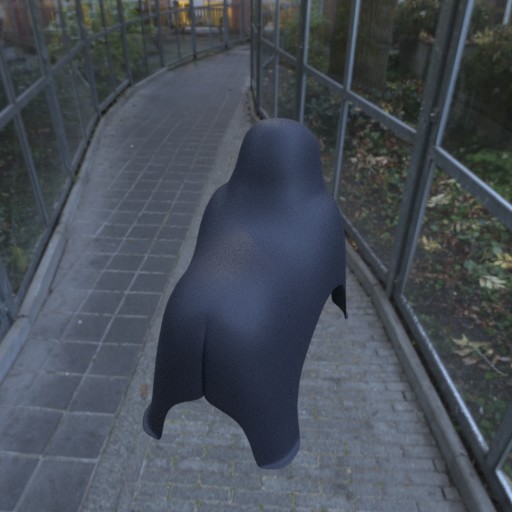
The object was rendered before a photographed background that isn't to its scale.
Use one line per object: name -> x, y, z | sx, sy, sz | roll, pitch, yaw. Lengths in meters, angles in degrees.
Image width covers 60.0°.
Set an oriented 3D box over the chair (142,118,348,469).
chair -> 0.000, 0.000, 1.143 | 0.490, 0.600, 0.758 | 9, 32, 14
